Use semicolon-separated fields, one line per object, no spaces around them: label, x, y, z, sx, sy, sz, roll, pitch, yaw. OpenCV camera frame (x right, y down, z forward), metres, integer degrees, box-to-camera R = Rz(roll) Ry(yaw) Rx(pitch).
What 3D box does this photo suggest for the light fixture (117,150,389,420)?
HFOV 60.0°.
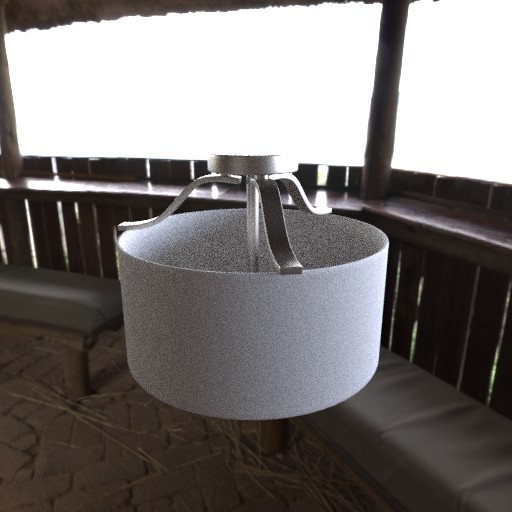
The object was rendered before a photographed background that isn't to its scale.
light fixture;0.000;0.000;0.664;0.395;0.304;0.395;0;16;0
